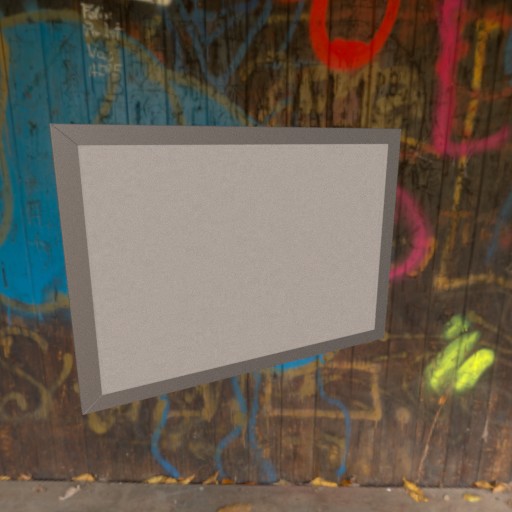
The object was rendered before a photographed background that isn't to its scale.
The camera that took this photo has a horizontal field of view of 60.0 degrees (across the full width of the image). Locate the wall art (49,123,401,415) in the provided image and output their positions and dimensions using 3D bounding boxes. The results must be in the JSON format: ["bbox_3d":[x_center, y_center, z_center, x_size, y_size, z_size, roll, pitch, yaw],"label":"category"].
[{"bbox_3d":[0.000,0.000,0.547,0.432,0.306,0.016,-7,16,-26],"label":"wall art"}]
